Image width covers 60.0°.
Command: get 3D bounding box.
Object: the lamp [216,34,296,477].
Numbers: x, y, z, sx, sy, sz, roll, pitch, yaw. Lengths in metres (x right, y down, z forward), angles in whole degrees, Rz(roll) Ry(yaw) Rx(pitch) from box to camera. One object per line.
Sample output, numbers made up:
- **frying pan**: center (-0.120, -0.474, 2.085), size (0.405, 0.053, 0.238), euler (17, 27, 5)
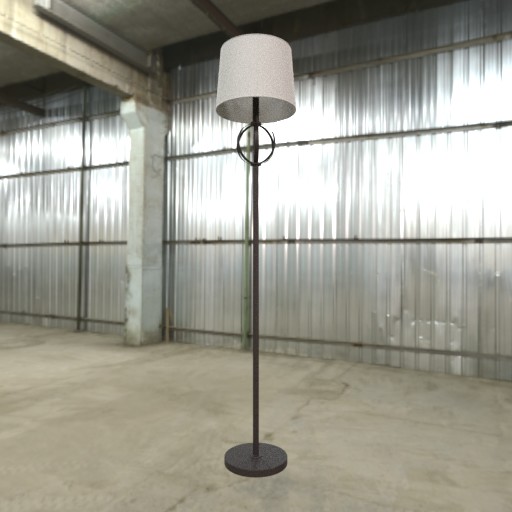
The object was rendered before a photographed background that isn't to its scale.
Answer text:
- **lamp**: center (0.000, 0.000, 1.579), size (0.286, 1.462, 0.286), euler (0, -1, -34)
